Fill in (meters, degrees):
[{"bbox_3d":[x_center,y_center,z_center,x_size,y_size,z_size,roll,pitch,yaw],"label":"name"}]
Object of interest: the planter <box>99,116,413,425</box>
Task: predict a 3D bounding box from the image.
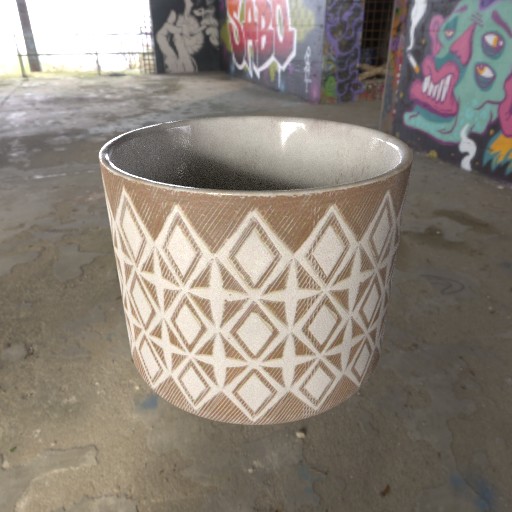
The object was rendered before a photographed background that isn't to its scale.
[{"bbox_3d":[0.000,0.000,0.323,0.193,0.165,0.193,0,28,0],"label":"planter"}]
